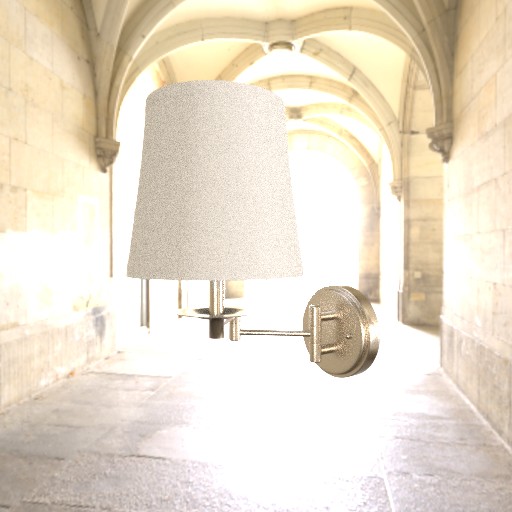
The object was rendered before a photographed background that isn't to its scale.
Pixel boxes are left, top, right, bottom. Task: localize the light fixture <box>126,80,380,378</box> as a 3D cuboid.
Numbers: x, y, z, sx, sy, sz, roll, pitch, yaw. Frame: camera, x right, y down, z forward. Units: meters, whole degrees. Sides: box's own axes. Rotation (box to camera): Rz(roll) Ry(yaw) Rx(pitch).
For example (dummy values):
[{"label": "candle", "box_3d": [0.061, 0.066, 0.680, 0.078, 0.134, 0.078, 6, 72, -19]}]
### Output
[{"label": "light fixture", "box_3d": [0.000, 0.000, 0.603, 0.348, 0.381, 0.223, 0, 1, -36]}]
